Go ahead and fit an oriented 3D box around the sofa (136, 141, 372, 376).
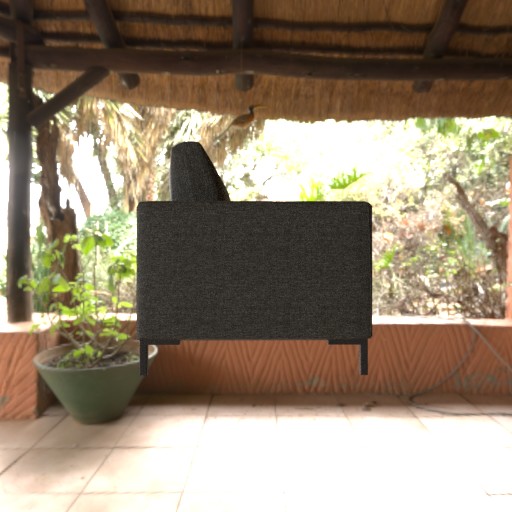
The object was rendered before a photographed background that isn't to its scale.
[{"bbox_3d":[0.000,0.000,2.686,0.876,0.879,2.253,0,-1,0],"label":"sofa"}]
